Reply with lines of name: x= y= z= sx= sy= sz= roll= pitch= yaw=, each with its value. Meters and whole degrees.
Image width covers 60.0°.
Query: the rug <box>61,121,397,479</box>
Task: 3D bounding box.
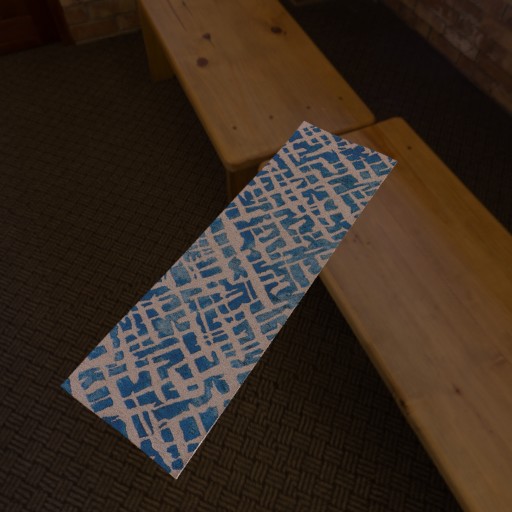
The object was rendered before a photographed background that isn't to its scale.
rug: x=0.000 y=0.000 z=2.710 sx=0.768 sy=0.011 sz=2.446 roll=30 pitch=62 yaw=18
